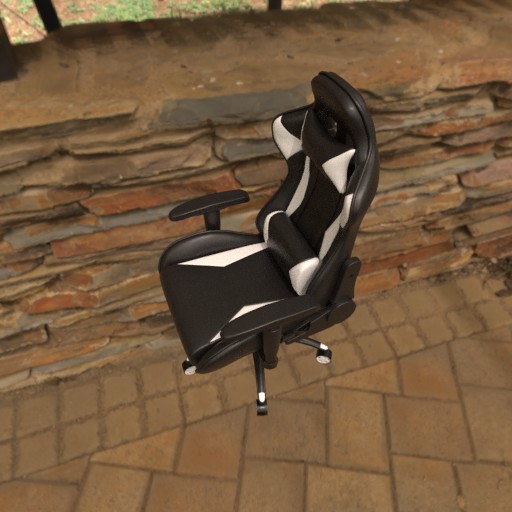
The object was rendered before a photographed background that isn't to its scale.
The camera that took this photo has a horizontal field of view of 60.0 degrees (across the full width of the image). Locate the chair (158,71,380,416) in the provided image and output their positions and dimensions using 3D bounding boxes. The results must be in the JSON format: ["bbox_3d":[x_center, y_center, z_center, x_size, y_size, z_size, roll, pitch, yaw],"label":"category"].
[{"bbox_3d":[0.000,0.000,1.693,0.695,1.285,0.730,-17,49,-16],"label":"chair"}]
